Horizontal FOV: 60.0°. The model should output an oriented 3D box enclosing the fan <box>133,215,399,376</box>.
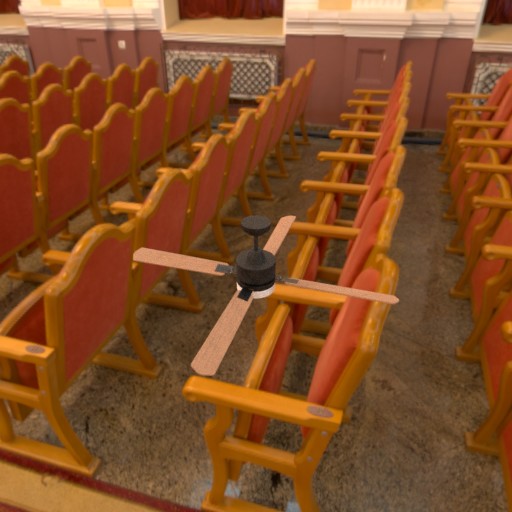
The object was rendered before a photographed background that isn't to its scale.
[{"bbox_3d":[0.000,0.000,2.063,1.320,0.355,1.320,10,33,15],"label":"fan"}]
